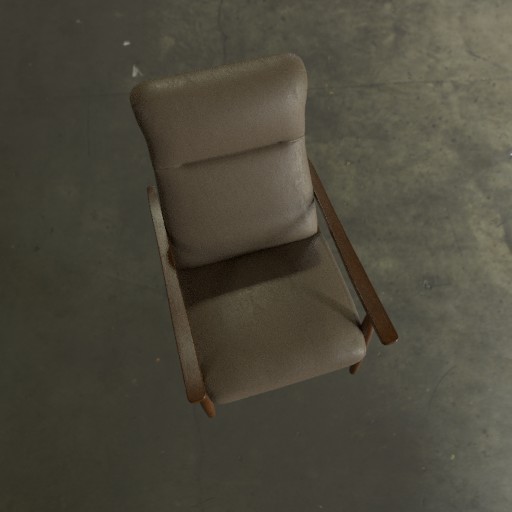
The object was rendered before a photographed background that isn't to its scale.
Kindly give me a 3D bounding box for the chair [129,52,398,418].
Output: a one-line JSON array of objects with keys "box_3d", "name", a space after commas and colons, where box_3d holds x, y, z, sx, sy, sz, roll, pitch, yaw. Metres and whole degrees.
[{"box_3d": [0.000, 0.000, 1.810, 0.762, 1.082, 1.014, -15, 64, -7], "name": "chair"}]
